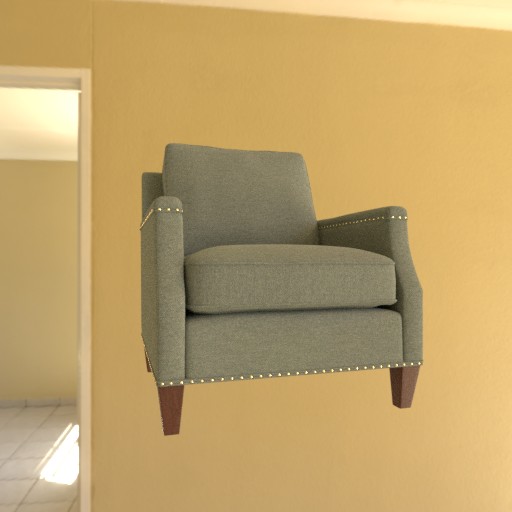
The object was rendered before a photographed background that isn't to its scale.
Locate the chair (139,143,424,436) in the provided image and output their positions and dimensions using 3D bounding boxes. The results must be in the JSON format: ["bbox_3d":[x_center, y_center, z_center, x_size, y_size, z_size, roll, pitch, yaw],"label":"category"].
[{"bbox_3d":[0.000,0.000,1.811,0.885,1.031,1.031,0,-1,-17],"label":"chair"}]
